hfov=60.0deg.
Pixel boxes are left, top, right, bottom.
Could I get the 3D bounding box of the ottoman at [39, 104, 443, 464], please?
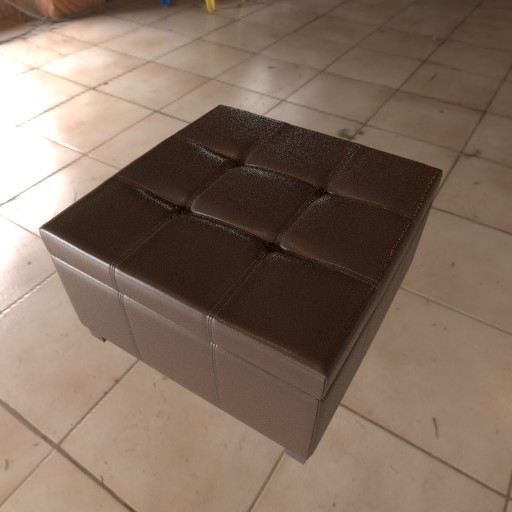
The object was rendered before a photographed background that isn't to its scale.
[{"bbox_3d":[0.000,0.000,1.313,0.788,0.460,0.787,24,49,22],"label":"ottoman"}]
